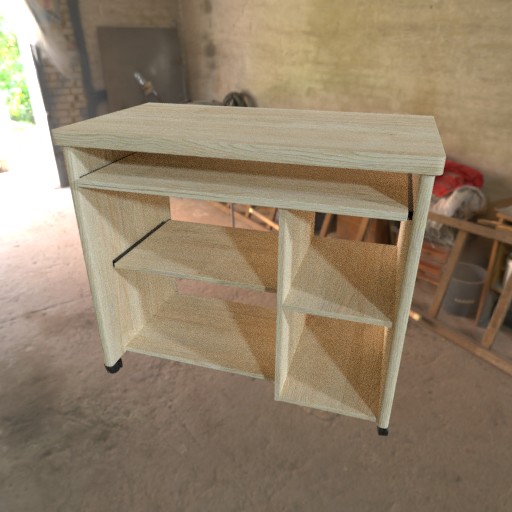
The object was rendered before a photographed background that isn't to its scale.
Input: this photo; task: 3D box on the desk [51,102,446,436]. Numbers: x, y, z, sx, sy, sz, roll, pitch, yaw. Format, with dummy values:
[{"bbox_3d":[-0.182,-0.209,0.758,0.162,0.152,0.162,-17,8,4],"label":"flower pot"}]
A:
[{"bbox_3d":[0.000,0.000,1.315,0.885,0.770,0.480,8,28,15],"label":"desk"}]
